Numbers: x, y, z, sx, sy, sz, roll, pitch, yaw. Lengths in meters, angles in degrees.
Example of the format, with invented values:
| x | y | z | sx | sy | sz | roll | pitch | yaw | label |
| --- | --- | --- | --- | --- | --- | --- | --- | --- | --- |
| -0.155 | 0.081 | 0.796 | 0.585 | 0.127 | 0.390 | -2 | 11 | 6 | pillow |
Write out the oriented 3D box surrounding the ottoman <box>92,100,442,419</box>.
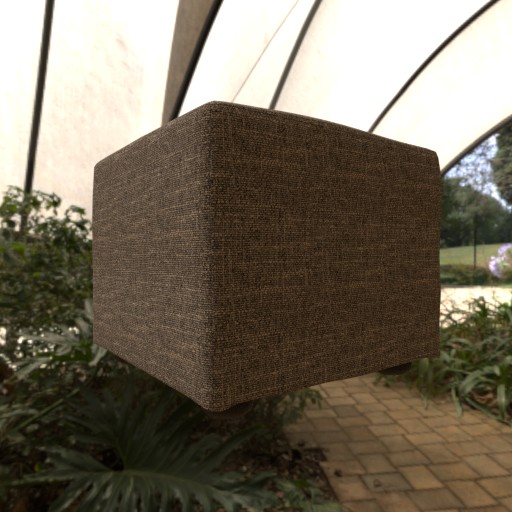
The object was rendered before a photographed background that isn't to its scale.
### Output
| x | y | z | sx | sy | sz | roll | pitch | yaw | label |
| --- | --- | --- | --- | --- | --- | --- | --- | --- | --- |
| 0.000 | 0.000 | 0.893 | 0.512 | 0.453 | 0.521 | 0 | 1 | -36 | ottoman |
